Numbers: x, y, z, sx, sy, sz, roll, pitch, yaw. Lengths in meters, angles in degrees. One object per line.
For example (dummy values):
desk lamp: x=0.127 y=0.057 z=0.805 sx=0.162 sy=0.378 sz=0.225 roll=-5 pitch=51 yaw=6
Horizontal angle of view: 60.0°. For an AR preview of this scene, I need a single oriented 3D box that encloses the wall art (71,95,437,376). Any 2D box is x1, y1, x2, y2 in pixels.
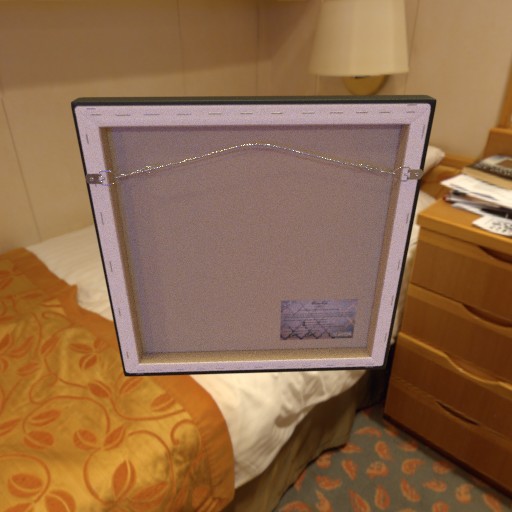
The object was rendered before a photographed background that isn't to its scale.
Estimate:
wall art: x=0.000 y=0.000 z=0.897 sx=0.610 sy=0.611 sz=0.043 roll=-1 pitch=29 yaw=-2
